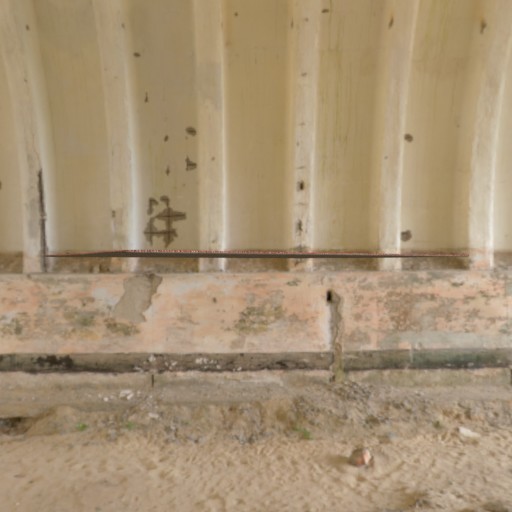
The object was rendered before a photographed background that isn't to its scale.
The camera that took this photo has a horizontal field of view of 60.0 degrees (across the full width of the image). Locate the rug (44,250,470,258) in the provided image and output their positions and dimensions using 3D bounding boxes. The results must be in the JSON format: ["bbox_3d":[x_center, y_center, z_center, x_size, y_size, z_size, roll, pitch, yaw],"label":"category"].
[{"bbox_3d":[0.000,0.000,5.048,3.965,0.025,2.803,1,-1,-35],"label":"rug"}]
